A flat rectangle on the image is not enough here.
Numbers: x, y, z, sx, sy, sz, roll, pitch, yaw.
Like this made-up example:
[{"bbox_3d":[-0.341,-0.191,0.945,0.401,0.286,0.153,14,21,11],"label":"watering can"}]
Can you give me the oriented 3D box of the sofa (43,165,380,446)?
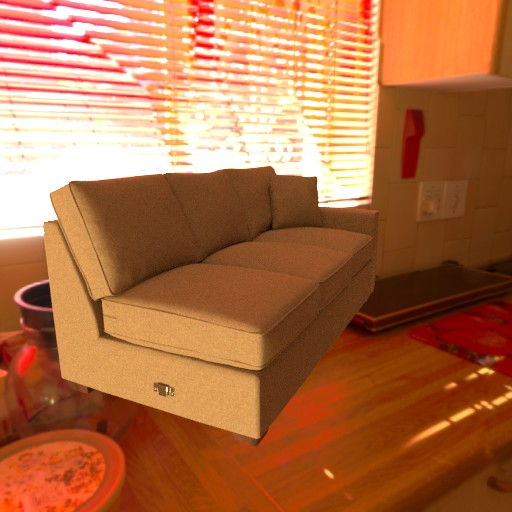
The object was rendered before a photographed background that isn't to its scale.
[{"bbox_3d":[0.000,0.000,2.509,1.034,0.946,1.963,7,15,26],"label":"sofa"}]
